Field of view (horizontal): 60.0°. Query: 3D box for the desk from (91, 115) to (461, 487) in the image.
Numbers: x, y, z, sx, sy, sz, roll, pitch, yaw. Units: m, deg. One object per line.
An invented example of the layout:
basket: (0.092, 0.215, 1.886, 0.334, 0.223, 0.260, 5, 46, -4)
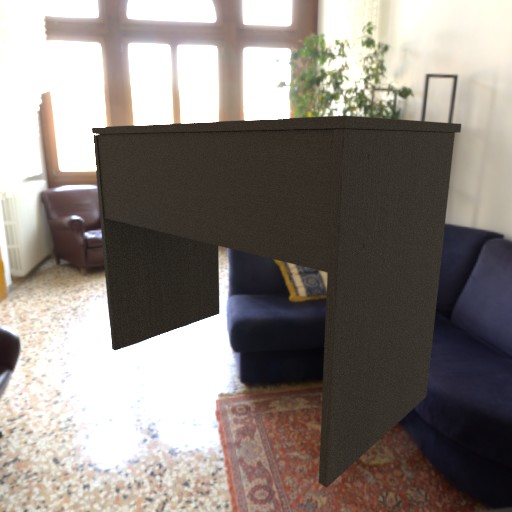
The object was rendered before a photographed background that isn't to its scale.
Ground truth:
desk: (0.000, 0.000, 1.284, 0.893, 0.724, 0.498, 14, 20, 43)
